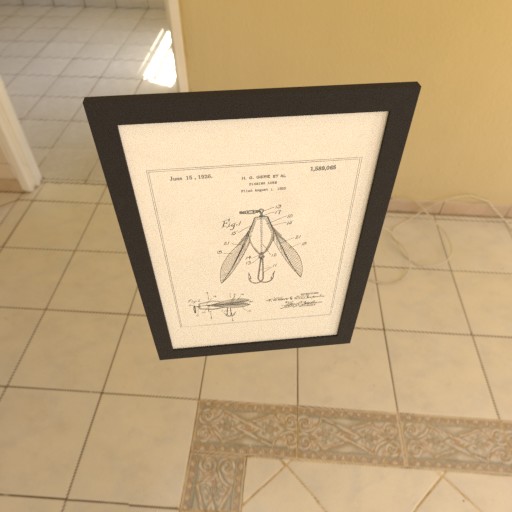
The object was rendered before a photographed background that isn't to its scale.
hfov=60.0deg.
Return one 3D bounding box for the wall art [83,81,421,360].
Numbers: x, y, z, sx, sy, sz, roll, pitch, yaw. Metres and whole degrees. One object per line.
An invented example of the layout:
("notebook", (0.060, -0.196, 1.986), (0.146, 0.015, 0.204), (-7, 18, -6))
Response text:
("wall art", (0.000, 0.000, 0.691), (0.380, 0.534, 0.013), (-4, 46, -4))
